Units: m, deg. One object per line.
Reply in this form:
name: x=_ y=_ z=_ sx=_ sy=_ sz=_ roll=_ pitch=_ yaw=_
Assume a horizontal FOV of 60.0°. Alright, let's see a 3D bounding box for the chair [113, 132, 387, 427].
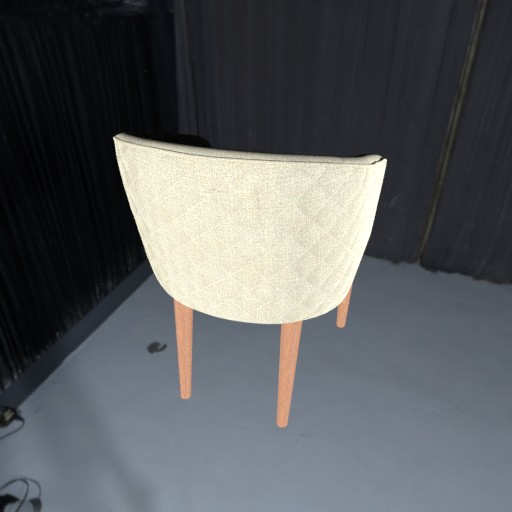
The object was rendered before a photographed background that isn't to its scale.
chair: x=0.000 y=0.000 z=1.209 sx=0.584 sy=0.775 sz=0.616 roll=10 pitch=33 yaw=16
